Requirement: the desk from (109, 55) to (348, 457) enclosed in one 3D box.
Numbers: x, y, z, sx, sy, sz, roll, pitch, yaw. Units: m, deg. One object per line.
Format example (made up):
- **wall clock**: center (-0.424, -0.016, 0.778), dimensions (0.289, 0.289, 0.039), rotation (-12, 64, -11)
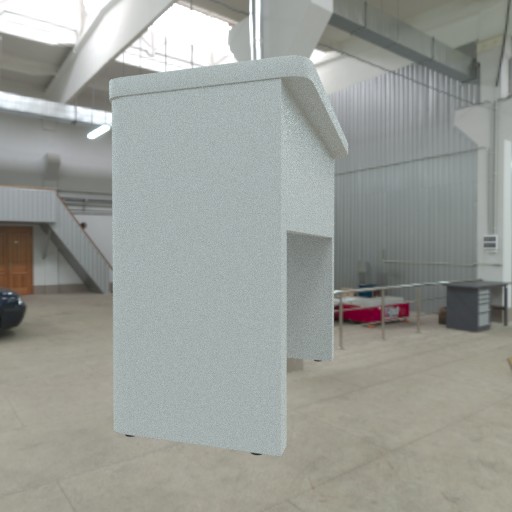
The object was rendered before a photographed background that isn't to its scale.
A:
- **desk**: center (0.000, 0.000, 1.260), dimensions (0.446, 0.760, 0.790), rotation (0, 1, 17)
